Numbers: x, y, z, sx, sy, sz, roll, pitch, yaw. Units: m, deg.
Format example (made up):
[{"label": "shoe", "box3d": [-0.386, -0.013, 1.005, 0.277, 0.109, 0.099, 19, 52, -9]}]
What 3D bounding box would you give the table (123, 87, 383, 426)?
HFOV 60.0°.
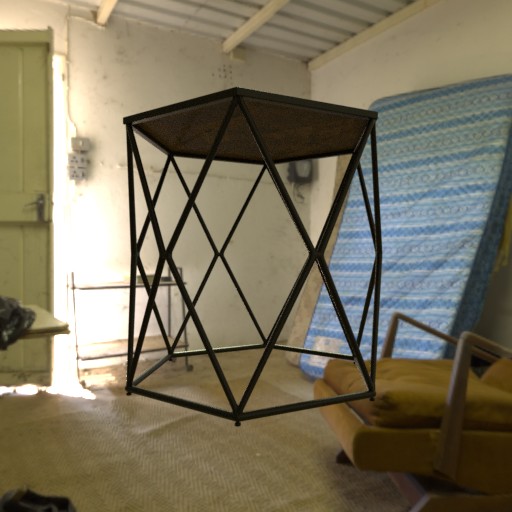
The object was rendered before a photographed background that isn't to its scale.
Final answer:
[{"label": "table", "box3d": [0.000, 0.000, 1.027, 0.578, 0.564, 0.579, 0, 1, 35]}]
